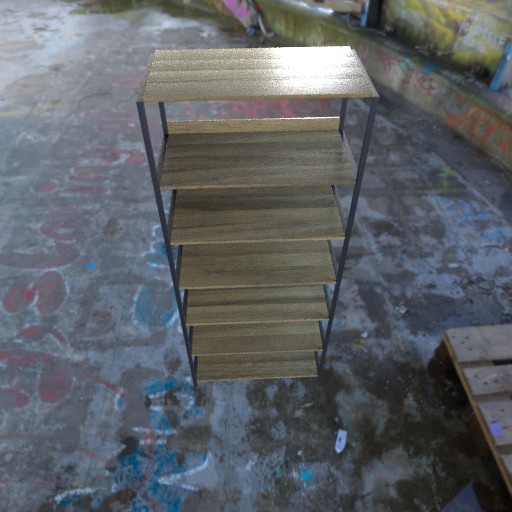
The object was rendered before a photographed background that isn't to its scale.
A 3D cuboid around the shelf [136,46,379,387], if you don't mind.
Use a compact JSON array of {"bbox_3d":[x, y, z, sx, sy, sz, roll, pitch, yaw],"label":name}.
[{"bbox_3d":[0.000,0.000,2.399,0.847,2.015,0.431,-2,46,-2],"label":"shelf"}]
